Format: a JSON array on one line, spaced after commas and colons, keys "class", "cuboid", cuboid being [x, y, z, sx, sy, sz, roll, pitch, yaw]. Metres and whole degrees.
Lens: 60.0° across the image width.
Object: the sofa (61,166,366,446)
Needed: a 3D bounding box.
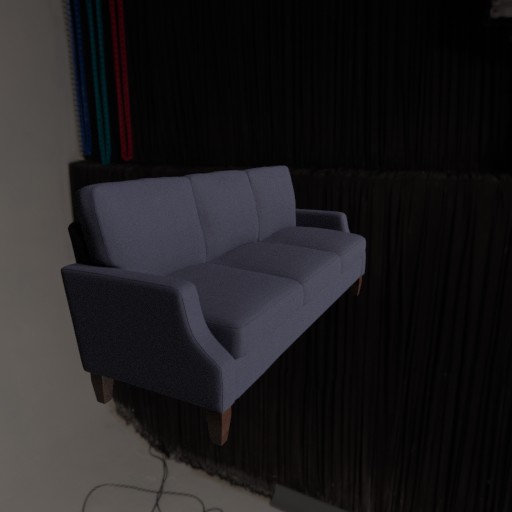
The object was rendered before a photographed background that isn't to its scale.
[{"class": "sofa", "cuboid": [0.000, 0.000, 2.661, 0.888, 0.984, 2.115, 7, 16, 27]}]
